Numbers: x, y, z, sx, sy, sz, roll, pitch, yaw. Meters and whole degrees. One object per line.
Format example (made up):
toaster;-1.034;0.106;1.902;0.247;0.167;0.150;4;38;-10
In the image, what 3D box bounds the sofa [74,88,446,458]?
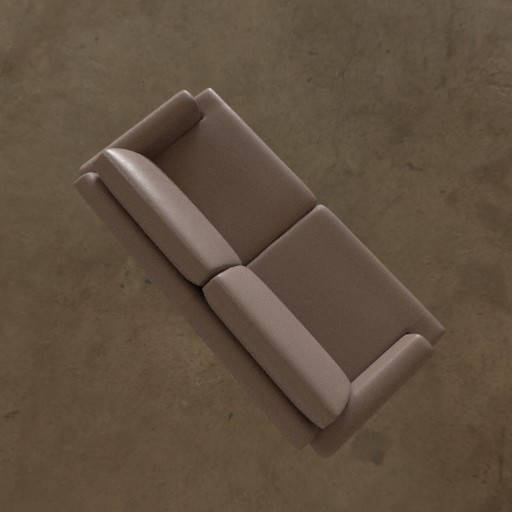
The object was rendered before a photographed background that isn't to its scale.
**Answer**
sofa;0.000;0.000;2.381;0.974;0.765;1.940;-41;80;-9
